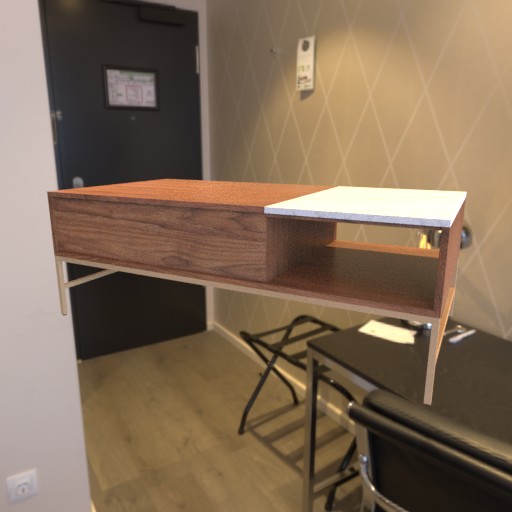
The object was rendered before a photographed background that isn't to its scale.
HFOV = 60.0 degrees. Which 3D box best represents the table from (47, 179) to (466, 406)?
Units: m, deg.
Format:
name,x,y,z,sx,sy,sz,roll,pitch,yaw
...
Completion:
name,x,y,z,sx,sy,sz,roll,pitch,yaw
table,0.000,0.000,1.909,1.553,0.551,0.789,7,16,27
